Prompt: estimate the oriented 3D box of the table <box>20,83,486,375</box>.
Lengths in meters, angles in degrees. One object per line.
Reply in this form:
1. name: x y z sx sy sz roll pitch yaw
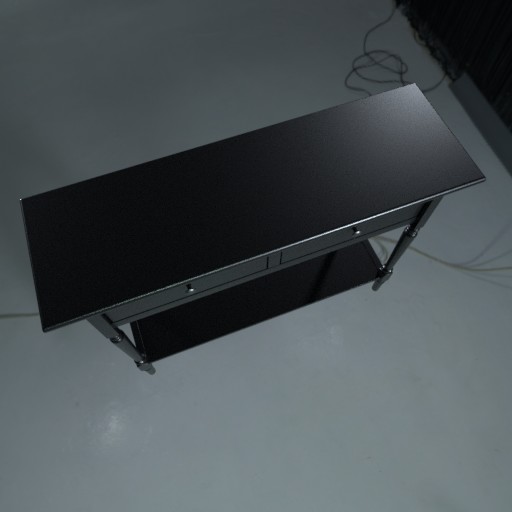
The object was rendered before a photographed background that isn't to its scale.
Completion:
1. table: 0.000 0.000 1.546 1.191 0.819 0.386 -19 65 -9
